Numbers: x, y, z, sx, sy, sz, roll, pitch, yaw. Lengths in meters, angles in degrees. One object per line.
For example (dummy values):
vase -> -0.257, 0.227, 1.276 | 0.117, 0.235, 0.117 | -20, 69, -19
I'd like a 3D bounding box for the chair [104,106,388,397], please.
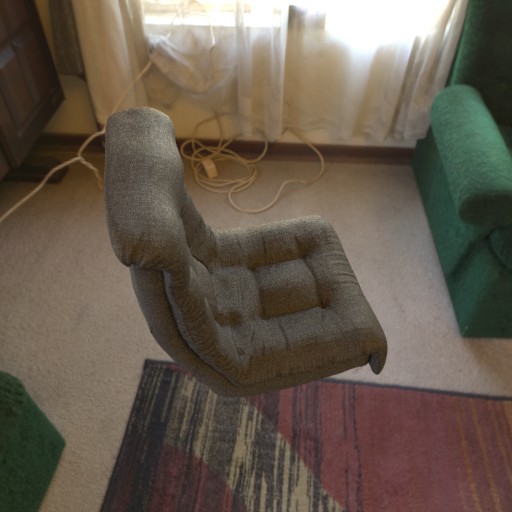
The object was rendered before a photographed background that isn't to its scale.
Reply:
chair -> 0.000, 0.000, 1.246 | 0.668, 0.749, 0.597 | -9, 47, -8
